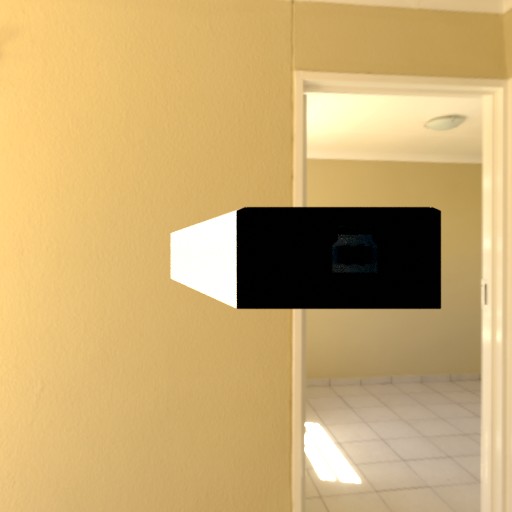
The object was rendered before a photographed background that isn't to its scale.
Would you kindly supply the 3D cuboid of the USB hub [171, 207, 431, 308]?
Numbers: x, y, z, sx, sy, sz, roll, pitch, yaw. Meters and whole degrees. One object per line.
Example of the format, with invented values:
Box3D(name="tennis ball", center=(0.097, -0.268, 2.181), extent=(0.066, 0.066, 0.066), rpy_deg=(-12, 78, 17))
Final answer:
Box3D(name="USB hub", center=(0.000, 0.000, 0.159), extent=(0.044, 0.023, 0.145), rpy_deg=(0, 0, -18))
